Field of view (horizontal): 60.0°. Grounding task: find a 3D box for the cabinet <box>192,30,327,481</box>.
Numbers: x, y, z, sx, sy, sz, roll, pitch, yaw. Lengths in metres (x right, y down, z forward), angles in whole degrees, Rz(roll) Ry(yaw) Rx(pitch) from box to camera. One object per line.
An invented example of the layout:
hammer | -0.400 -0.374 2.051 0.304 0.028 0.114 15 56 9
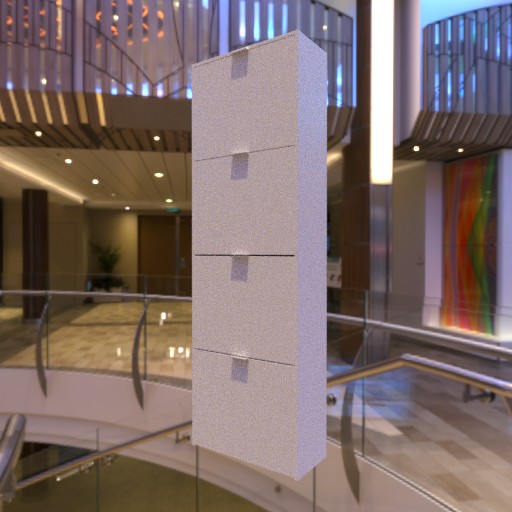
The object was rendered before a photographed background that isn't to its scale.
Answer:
cabinet | 0.000 0.000 1.837 0.520 1.630 0.255 0 1 35
